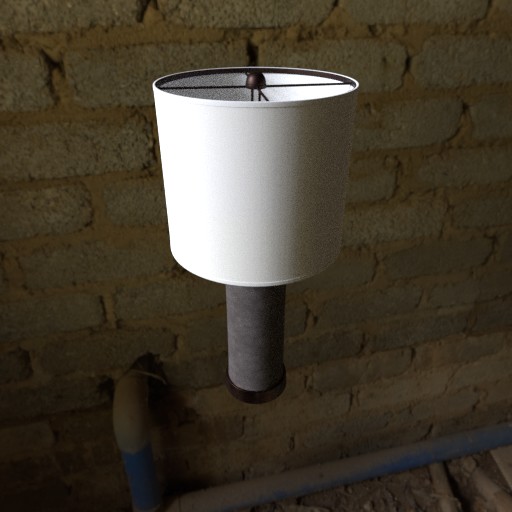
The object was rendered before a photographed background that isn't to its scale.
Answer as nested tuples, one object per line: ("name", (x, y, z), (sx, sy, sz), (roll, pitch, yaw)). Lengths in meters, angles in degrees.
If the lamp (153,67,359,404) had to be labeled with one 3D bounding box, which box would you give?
("lamp", (0.000, 0.000, 0.811), (0.301, 0.630, 0.301), (21, 36, 31))
